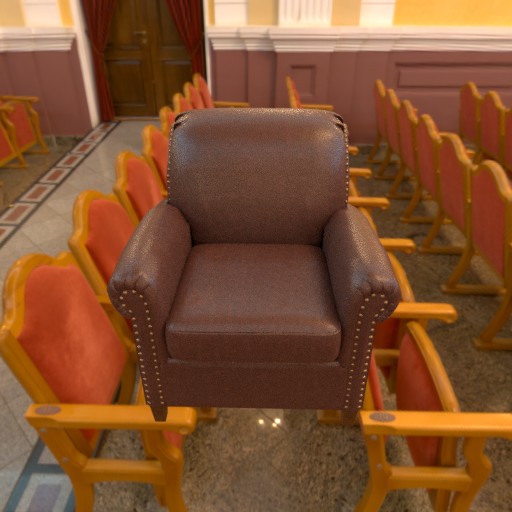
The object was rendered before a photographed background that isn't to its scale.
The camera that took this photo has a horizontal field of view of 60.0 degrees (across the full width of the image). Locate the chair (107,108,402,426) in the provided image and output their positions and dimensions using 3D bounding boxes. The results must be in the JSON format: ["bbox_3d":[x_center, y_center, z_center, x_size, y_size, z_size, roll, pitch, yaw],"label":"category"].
[{"bbox_3d":[0.000,0.000,1.652,0.854,0.927,0.890,1,31,1],"label":"chair"}]
